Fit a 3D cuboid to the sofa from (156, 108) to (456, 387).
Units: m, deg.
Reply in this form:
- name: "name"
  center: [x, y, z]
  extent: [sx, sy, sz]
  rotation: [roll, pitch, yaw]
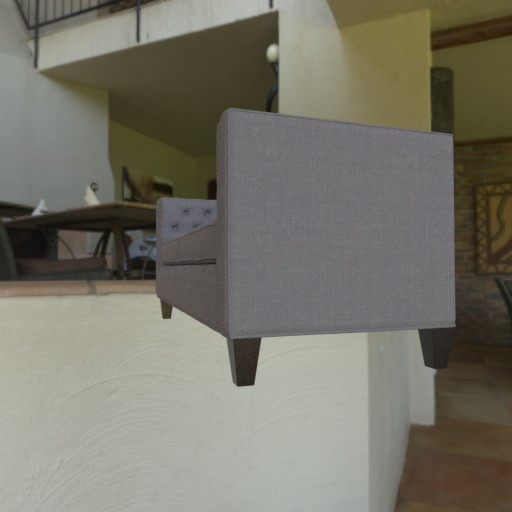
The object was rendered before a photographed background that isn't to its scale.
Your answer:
- name: "sofa"
  center: [0.000, 0.000, 2.144]
  extent: [0.775, 0.762, 1.778]
  rotation: [0, -2, -19]
